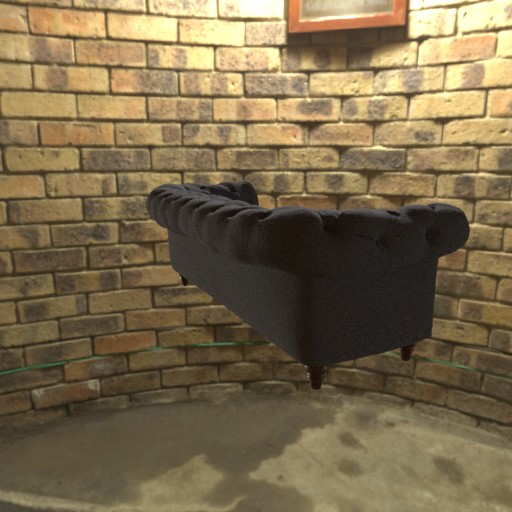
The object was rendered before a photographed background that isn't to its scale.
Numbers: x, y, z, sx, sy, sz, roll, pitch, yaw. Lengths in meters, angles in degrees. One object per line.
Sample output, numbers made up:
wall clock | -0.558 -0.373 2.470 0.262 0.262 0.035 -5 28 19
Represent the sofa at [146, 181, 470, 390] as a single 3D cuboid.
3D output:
sofa | 0.000 0.000 2.845 1.046 0.836 2.335 -6 14 -27
